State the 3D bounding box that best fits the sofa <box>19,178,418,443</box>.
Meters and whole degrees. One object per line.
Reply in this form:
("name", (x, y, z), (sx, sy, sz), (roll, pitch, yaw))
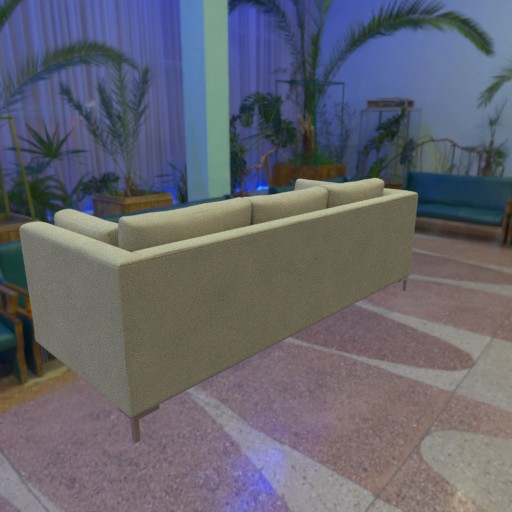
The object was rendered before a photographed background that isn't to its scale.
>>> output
("sofa", (0.000, 0.000, 2.787), (0.969, 0.867, 2.415), (15, 22, 42))
